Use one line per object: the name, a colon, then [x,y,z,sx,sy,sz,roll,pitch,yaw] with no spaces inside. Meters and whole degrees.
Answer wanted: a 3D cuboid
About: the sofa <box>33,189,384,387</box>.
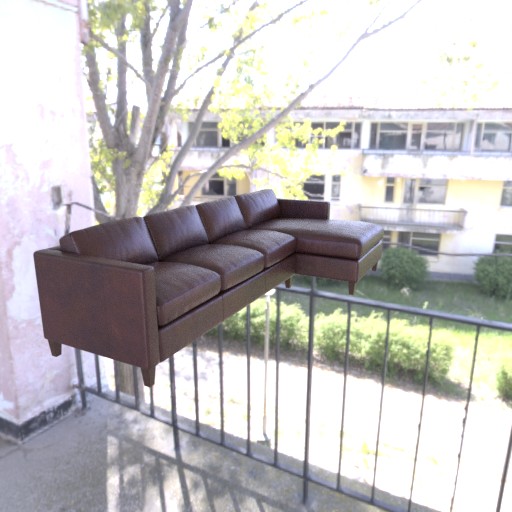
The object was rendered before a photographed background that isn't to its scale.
sofa: [0.000,0.000,3.940,1.581,0.883,3.203,8,17,27]
